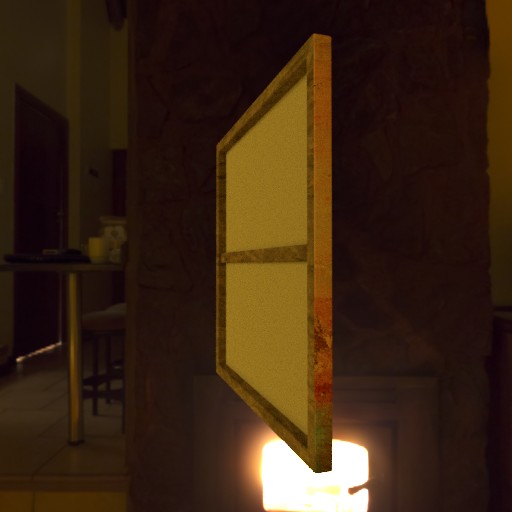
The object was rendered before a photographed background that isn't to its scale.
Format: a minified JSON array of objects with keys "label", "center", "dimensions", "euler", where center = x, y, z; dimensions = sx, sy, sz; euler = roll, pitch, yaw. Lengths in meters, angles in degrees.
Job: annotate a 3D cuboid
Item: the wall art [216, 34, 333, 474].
[{"label":"wall art","center":[0.000,0.000,1.108],"dimensions":[0.035,0.747,0.747],"euler":[0,-1,-18]}]
